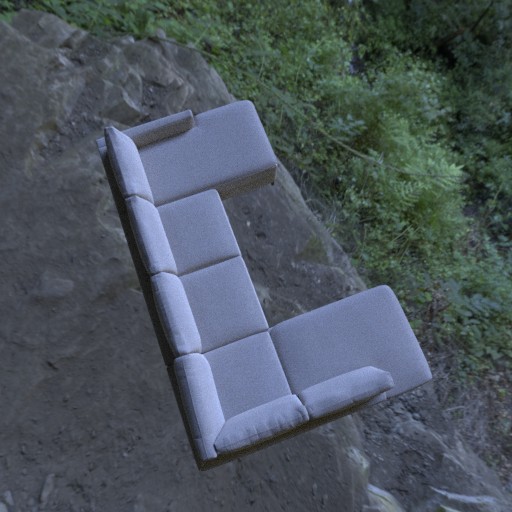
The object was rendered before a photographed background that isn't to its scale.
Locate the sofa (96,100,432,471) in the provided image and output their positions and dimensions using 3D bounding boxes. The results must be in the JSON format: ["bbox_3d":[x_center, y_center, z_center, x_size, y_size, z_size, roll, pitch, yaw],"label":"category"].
[{"bbox_3d":[0.000,0.000,3.877,1.989,0.862,2.984,-20,76,-5],"label":"sofa"}]
